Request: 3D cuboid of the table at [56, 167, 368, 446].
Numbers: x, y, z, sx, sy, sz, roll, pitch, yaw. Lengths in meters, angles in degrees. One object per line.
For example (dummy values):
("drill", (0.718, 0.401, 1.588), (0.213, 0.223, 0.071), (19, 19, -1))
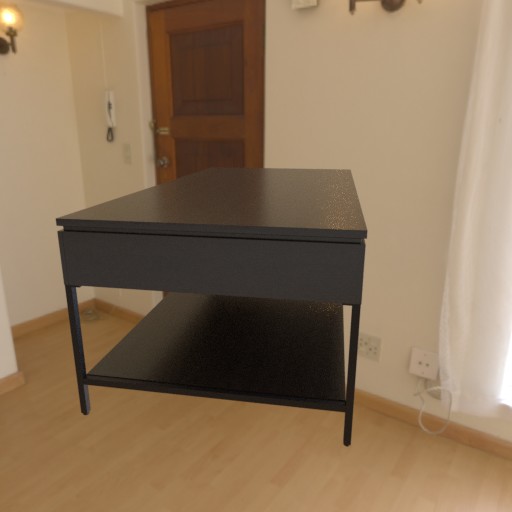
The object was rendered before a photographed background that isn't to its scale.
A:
("table", (0.000, 0.000, 1.366), (0.574, 0.435, 1.095), (3, 17, 10))
